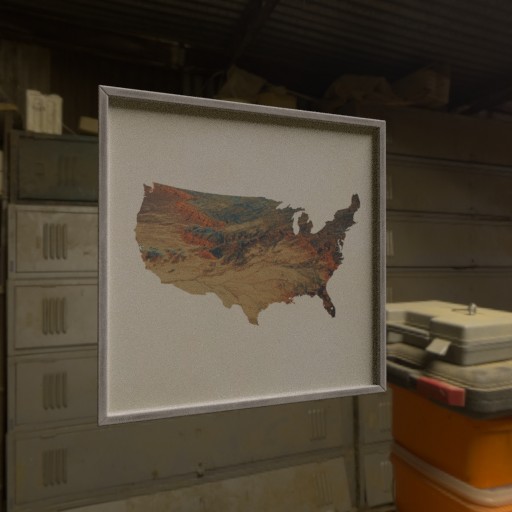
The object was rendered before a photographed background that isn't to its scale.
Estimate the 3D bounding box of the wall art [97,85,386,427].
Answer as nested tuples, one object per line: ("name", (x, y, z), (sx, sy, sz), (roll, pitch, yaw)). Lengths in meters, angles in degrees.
("wall art", (0.000, 0.000, 0.450), (0.303, 0.303, 0.015), (0, 0, -20))
